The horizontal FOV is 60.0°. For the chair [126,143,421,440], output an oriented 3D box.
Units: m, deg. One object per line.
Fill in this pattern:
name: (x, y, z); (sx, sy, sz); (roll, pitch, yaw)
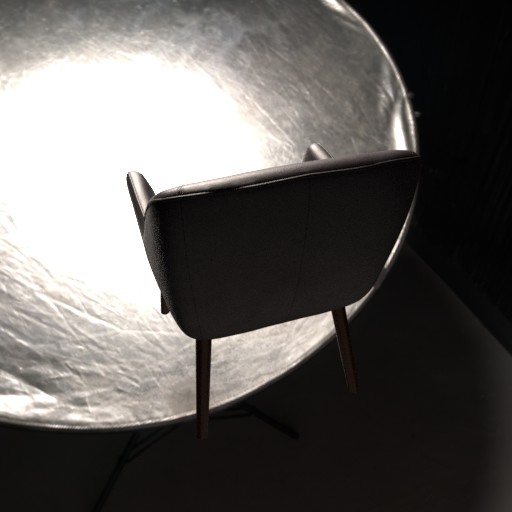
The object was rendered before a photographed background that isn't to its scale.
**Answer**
chair: (0.000, 0.000, 1.239); (0.610, 0.828, 0.610); (-12, 41, -14)
